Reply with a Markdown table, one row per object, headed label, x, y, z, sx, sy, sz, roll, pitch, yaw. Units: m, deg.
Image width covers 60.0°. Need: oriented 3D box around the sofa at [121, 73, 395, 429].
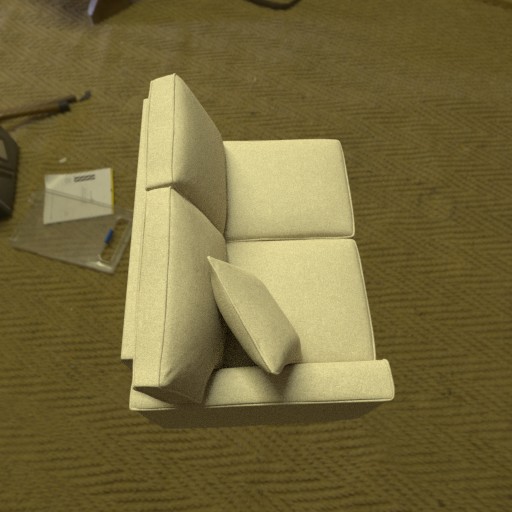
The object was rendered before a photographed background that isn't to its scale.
| label | x | y | z | sx | sy | sz | roll | pitch | yaw |
| --- | --- | --- | --- | --- | --- | --- | --- | --- | --- |
| sofa | 0.000 | 0.000 | 2.053 | 0.991 | 0.989 | 1.388 | -3 | 63 | -1 |
